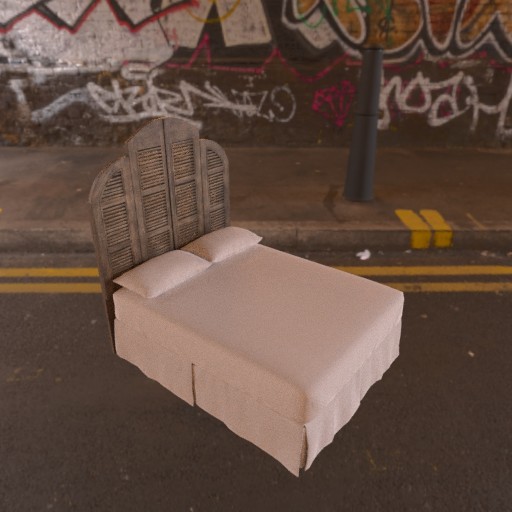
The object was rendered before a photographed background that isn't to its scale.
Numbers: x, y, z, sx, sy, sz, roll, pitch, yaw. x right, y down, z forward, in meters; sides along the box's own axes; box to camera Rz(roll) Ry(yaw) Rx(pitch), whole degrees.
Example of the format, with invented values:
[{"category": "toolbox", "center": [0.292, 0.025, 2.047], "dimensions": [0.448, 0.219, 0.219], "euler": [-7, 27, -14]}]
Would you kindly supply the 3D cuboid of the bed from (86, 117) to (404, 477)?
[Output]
[{"category": "bed", "center": [0.000, 0.000, 3.664], "dimensions": [2.138, 2.019, 1.713], "euler": [19, 32, 34]}]
